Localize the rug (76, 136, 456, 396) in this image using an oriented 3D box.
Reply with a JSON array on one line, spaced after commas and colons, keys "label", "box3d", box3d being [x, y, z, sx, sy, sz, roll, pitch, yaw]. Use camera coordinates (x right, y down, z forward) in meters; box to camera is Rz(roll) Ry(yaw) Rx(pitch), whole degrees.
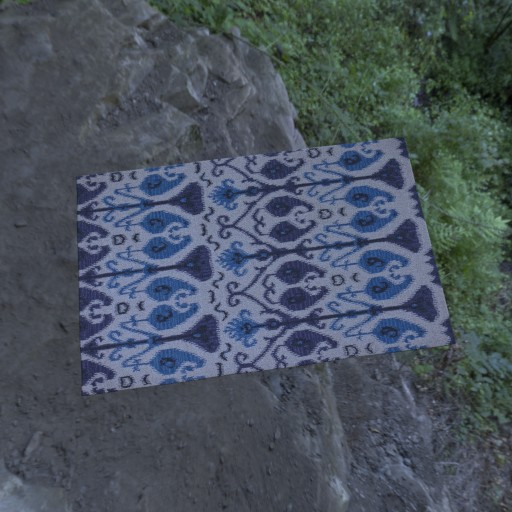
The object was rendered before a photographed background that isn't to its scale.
[{"label": "rug", "box3d": [0.000, 0.000, 2.126, 1.698, 0.013, 1.072, -7, 74, -2]}]
